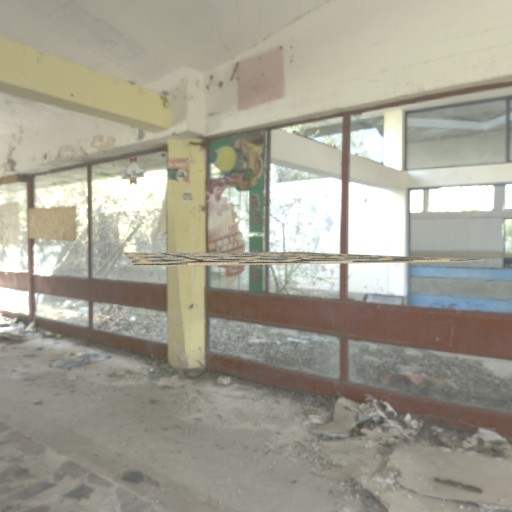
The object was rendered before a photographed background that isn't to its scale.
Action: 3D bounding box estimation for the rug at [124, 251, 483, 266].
[{"bbox_3d":[0.000,0.000,4.360,2.443,0.024,3.228,0,2,-18],"label":"rug"}]
